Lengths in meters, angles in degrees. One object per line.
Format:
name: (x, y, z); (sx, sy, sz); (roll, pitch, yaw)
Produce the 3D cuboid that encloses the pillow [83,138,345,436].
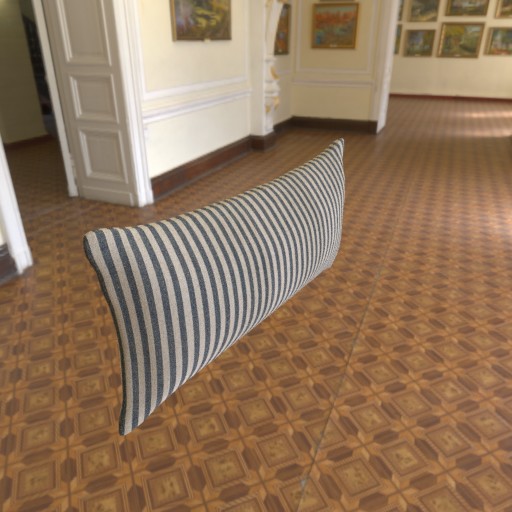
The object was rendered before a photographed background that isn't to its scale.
pillow: (0.000, 0.000, 0.749); (0.151, 0.295, 0.617); (17, 31, 31)
